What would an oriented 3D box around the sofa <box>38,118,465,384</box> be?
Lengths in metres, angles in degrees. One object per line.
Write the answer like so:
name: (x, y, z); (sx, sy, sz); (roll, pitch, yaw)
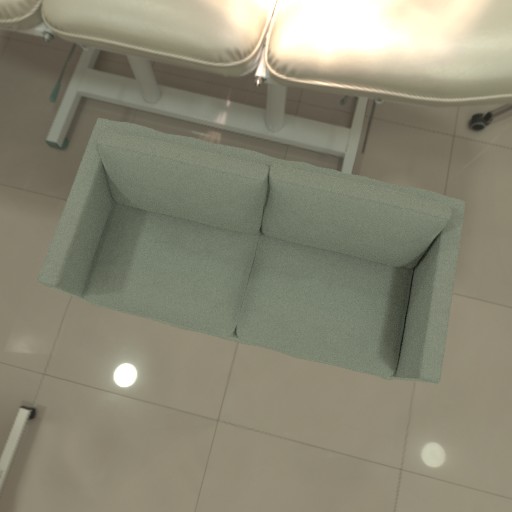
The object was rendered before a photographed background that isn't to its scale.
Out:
sofa: (0.000, 0.000, 2.463); (1.987, 0.870, 0.940); (14, 76, 3)
